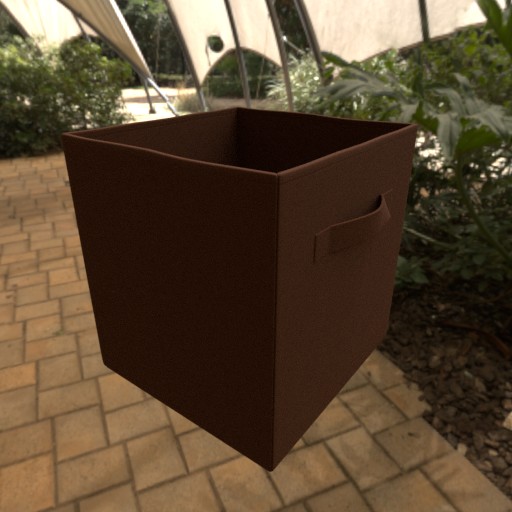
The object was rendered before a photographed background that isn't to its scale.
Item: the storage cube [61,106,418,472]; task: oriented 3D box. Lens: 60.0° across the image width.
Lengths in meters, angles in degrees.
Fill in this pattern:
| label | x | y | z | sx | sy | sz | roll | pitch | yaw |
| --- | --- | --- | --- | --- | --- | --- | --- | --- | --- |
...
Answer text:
| label | x | y | z | sx | sy | sz | roll | pitch | yaw |
| --- | --- | --- | --- | --- | --- | --- | --- | --- | --- |
| storage cube | 0.000 | 0.000 | 0.502 | 0.270 | 0.280 | 0.270 | 18 | 31 | 33 |
